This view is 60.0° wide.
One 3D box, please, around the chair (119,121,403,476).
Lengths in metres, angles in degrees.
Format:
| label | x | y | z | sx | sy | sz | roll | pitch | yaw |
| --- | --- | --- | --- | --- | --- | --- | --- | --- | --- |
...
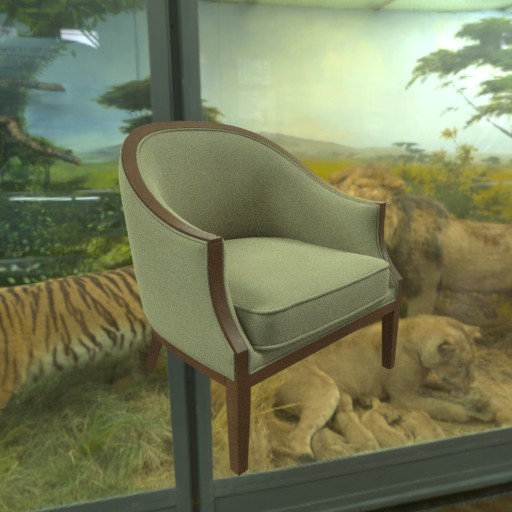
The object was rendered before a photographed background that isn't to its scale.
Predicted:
| label | x | y | z | sx | sy | sz | roll | pitch | yaw |
| --- | --- | --- | --- | --- | --- | --- | --- | --- | --- |
| chair | 0.000 | 0.000 | 1.487 | 0.803 | 0.876 | 0.735 | -15 | 22 | -42 |
